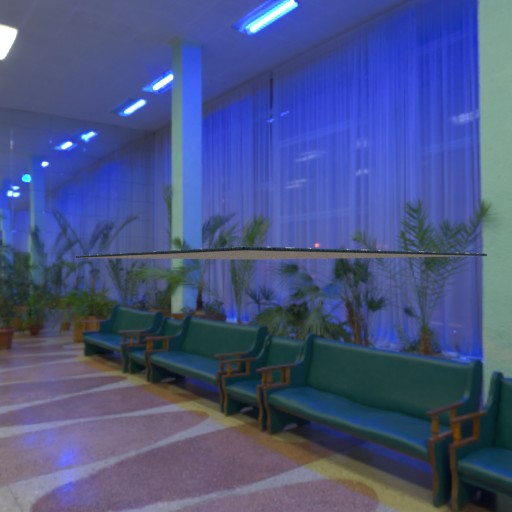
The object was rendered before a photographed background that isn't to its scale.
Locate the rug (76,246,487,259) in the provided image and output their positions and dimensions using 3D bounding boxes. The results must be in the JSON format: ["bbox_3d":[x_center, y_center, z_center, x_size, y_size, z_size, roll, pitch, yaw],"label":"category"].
[{"bbox_3d":[0.000,0.000,3.865,2.270,0.020,2.881,1,-1,-37],"label":"rug"}]
